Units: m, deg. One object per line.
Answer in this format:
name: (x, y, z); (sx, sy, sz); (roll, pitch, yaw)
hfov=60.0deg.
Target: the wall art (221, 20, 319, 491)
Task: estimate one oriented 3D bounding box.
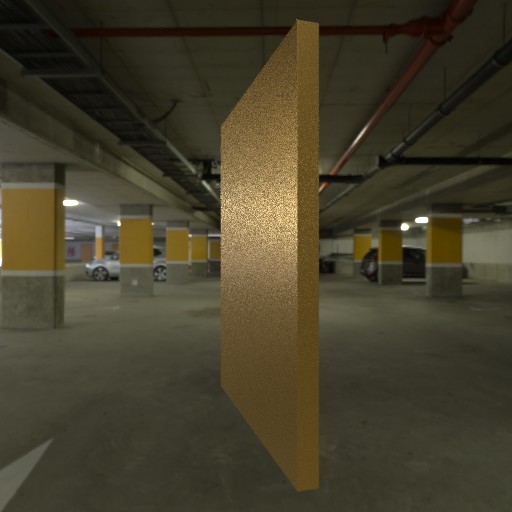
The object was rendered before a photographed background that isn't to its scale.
wall art: (0.000, 0.000, 1.014); (0.038, 0.762, 0.610); (0, 0, -16)
